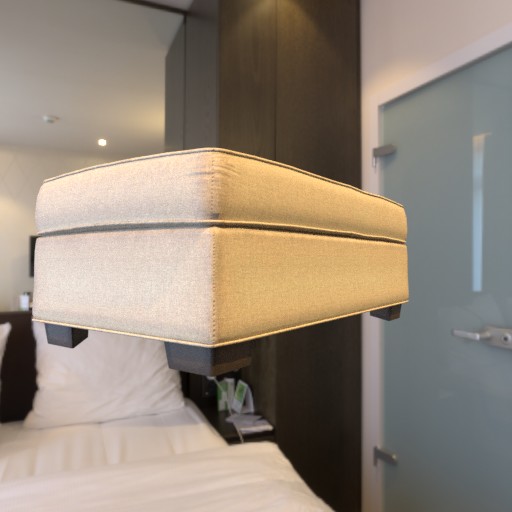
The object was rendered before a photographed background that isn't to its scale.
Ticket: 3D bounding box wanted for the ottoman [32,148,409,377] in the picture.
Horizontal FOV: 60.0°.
[{"bbox_3d":[0.000,0.000,1.377,0.617,0.448,1.097,0,-1,36],"label":"ottoman"}]
